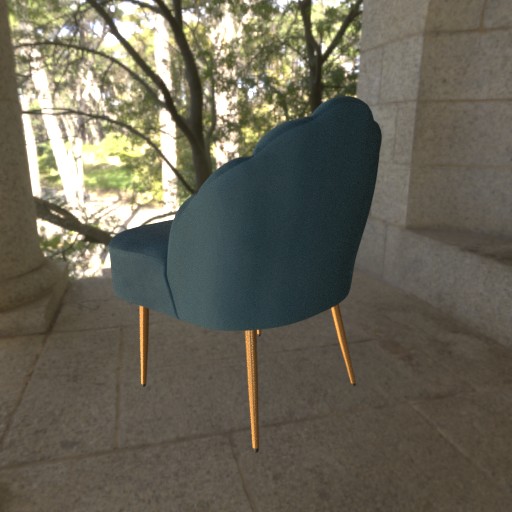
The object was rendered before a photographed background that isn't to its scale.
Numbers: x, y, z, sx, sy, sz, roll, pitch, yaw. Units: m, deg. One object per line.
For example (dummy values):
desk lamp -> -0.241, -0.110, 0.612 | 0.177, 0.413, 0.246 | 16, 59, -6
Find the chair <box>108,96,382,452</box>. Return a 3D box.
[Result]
chair -> 0.000, 0.000, 1.253 | 0.657, 0.819, 0.599 | -14, 21, -43
